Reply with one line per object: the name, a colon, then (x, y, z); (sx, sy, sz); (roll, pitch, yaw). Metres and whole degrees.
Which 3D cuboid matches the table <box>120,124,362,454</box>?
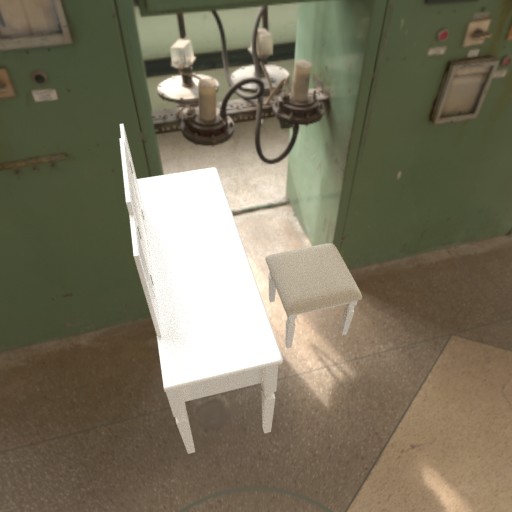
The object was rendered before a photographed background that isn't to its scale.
table: (0.000, 0.000, 2.313); (1.115, 1.310, 1.369); (-11, 48, -10)
